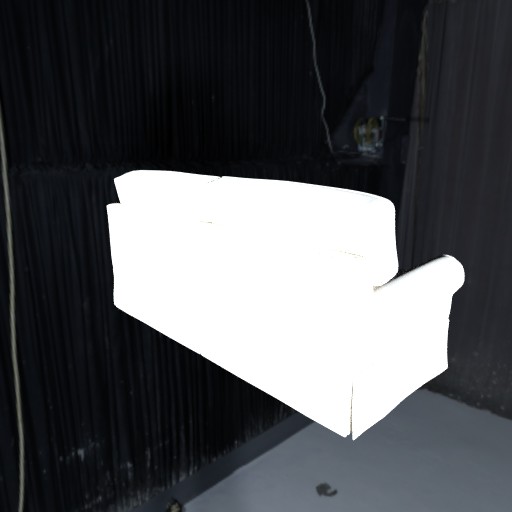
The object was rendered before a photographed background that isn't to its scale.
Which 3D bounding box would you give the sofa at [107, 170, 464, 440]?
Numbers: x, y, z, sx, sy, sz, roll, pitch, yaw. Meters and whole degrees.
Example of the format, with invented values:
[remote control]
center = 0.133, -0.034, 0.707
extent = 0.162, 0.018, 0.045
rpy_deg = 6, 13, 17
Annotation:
[sofa]
center = 0.000, 0.000, 2.533
extent = 0.862, 0.937, 2.021
rpy_deg = -14, 20, -42
